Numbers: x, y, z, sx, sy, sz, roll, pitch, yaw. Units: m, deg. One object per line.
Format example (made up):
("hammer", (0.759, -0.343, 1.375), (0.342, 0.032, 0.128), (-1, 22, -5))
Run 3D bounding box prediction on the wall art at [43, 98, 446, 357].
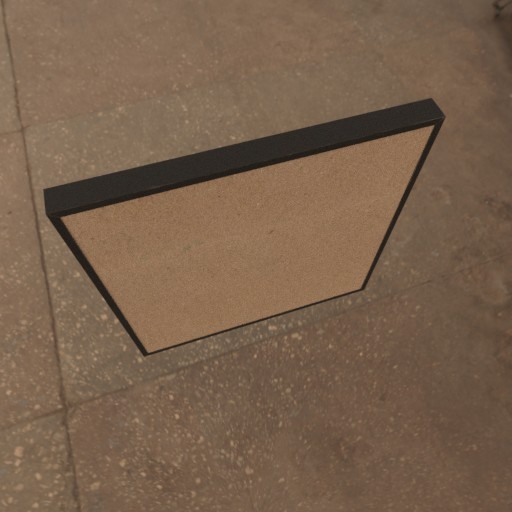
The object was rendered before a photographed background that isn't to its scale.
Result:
("wall art", (0.000, 0.000, 0.764), (0.508, 0.508, 0.038), (-16, 61, -9))
